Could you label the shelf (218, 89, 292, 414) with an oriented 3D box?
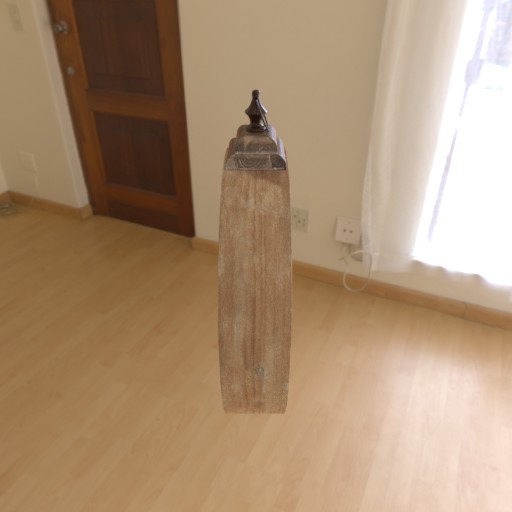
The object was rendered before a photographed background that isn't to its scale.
[{"bbox_3d":[0.000,0.000,1.012,0.125,0.725,0.601,0,32,0],"label":"shelf"}]
